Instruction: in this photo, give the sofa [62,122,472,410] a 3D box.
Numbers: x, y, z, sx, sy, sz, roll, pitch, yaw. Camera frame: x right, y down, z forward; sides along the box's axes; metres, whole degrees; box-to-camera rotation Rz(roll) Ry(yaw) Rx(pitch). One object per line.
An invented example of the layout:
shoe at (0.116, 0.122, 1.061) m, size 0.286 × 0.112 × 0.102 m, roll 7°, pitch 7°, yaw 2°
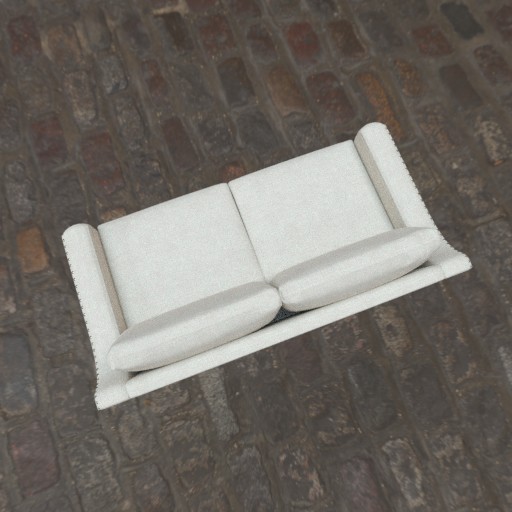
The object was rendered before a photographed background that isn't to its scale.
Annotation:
sofa at (0.000, 0.000, 2.750) m, size 2.107 × 0.983 × 1.104 m, roll -20°, pitch 77°, yaw -5°
